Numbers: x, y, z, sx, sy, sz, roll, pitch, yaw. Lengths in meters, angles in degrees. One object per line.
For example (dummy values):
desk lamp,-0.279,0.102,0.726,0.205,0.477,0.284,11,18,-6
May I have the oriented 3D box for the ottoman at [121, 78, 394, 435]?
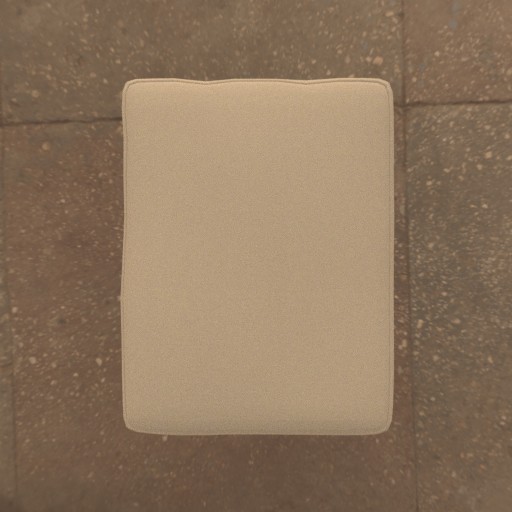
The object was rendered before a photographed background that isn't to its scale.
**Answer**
ottoman,0.000,0.000,1.184,0.634,0.485,0.818,0,90,0
